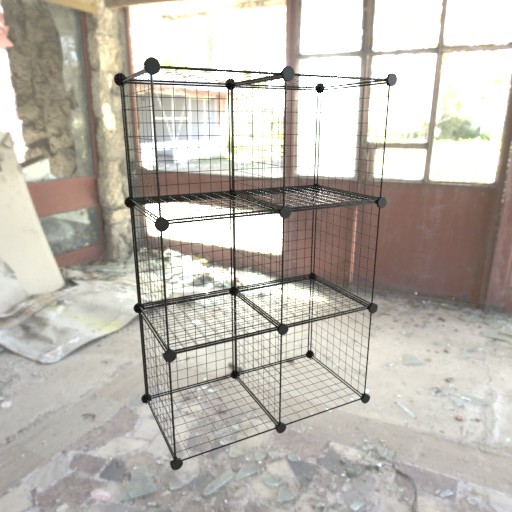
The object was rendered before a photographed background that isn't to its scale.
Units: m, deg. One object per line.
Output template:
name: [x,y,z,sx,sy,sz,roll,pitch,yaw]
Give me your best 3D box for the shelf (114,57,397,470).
shelf: [0.000,0.000,1.392,0.711,1.067,0.356,-8,19,-26]
